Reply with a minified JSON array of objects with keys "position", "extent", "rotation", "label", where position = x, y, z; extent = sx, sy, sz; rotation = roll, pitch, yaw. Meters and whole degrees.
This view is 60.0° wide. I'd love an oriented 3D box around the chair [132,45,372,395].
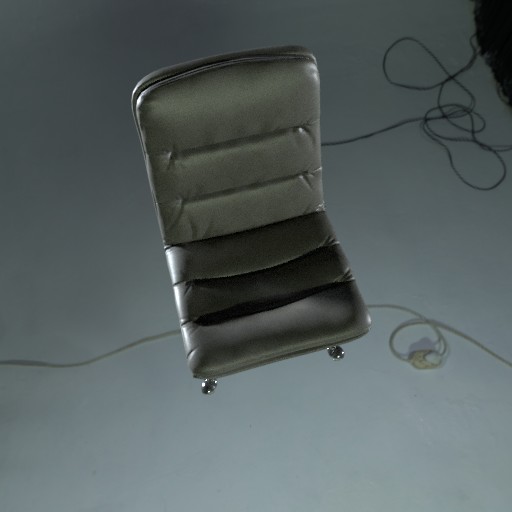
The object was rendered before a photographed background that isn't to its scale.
[{"position":[0.000,0.000,1.023],"extent":[0.422,0.738,0.485],"rotation":[-14,65,-6],"label":"chair"}]
